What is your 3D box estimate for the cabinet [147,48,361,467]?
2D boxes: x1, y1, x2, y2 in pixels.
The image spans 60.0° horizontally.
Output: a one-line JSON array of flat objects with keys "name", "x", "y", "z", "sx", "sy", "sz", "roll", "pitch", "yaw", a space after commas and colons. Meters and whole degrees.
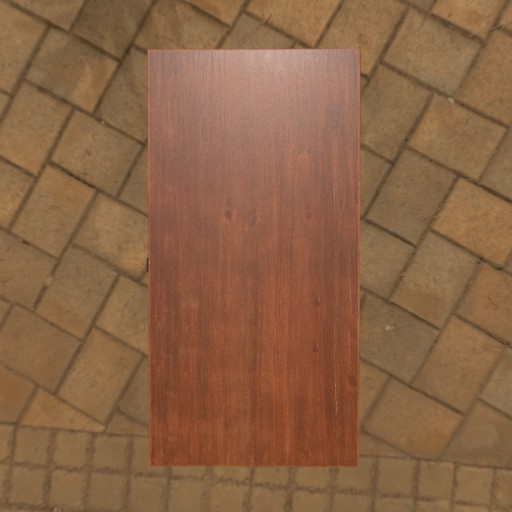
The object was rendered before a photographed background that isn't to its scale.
[{"name": "cabinet", "x": 0.000, "y": 0.000, "z": 1.234, "sx": 0.412, "sy": 0.785, "sz": 0.796, "roll": 0, "pitch": 91, "yaw": 1}]
